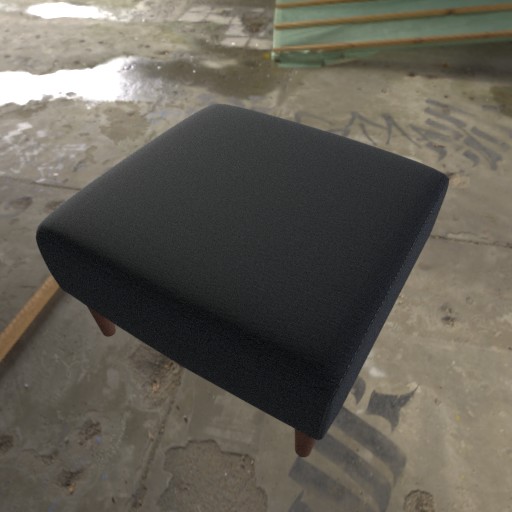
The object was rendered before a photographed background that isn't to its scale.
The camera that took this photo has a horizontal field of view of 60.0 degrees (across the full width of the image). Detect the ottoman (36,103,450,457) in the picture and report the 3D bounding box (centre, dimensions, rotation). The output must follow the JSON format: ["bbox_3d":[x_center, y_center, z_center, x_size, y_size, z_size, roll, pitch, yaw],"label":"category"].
[{"bbox_3d":[0.000,0.000,1.030,0.650,0.398,0.649,24,50,22],"label":"ottoman"}]
